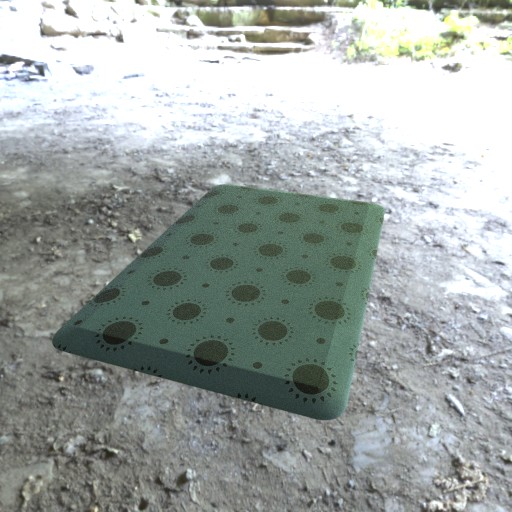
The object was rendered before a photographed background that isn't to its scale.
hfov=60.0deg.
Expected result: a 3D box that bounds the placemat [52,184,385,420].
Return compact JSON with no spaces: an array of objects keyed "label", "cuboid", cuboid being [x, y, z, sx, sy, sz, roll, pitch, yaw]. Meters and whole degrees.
[{"label":"placemat","cuboid":[0.000,0.000,0.986,0.508,0.021,0.762,10,33,16]}]
